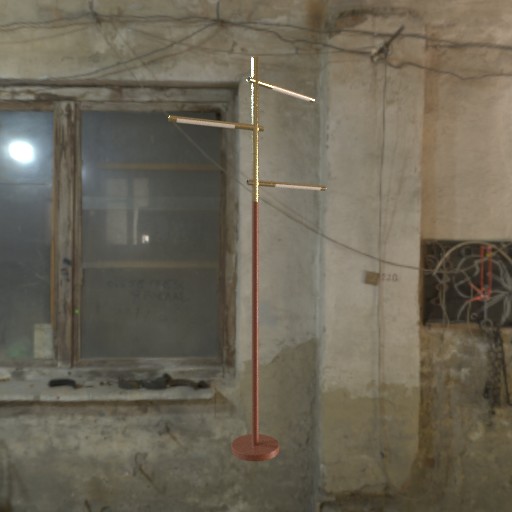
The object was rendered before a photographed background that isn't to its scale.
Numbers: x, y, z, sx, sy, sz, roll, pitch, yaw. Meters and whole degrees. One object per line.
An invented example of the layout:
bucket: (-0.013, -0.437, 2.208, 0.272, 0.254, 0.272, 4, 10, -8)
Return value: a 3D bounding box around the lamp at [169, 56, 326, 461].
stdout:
lamp: (0.000, 0.000, 1.929, 0.737, 1.704, 0.209, -1, 2, -36)
